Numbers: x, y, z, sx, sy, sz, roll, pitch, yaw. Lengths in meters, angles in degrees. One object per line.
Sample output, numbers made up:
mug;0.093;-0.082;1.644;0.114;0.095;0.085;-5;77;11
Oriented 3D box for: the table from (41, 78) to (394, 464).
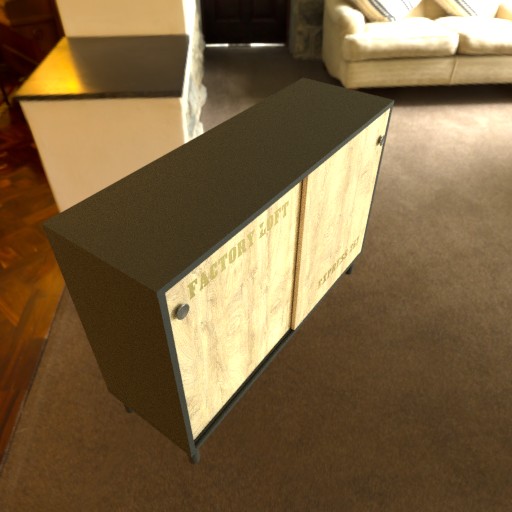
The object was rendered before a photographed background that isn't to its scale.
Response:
table;0.000;0.000;1.619;0.400;0.855;1.200;26;47;26
